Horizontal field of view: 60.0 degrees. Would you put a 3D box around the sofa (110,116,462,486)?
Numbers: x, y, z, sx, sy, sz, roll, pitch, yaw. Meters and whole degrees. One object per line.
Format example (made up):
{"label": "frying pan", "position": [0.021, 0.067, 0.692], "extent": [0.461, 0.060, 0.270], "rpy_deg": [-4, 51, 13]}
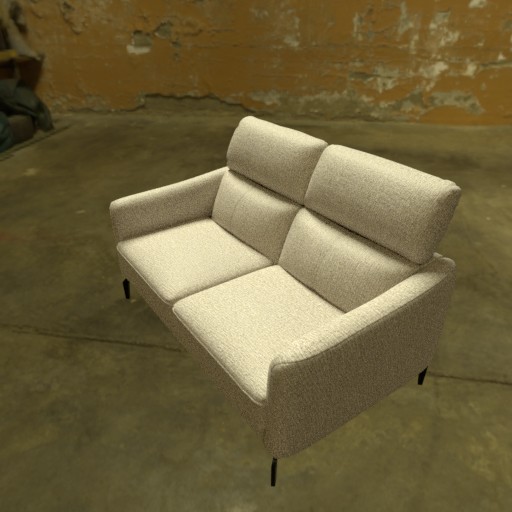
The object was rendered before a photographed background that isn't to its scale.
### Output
{"label": "sofa", "position": [0.000, 0.000, 2.048], "extent": [0.905, 0.950, 1.540], "rpy_deg": [-19, 35, -30]}
